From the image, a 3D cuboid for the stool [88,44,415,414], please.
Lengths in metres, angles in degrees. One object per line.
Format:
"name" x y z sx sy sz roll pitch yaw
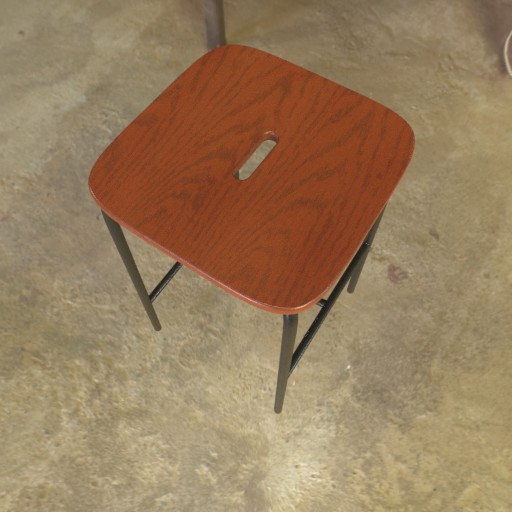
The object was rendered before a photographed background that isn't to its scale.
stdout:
"stool" 0.000 0.000 0.868 0.376 0.610 0.376 31 67 14
